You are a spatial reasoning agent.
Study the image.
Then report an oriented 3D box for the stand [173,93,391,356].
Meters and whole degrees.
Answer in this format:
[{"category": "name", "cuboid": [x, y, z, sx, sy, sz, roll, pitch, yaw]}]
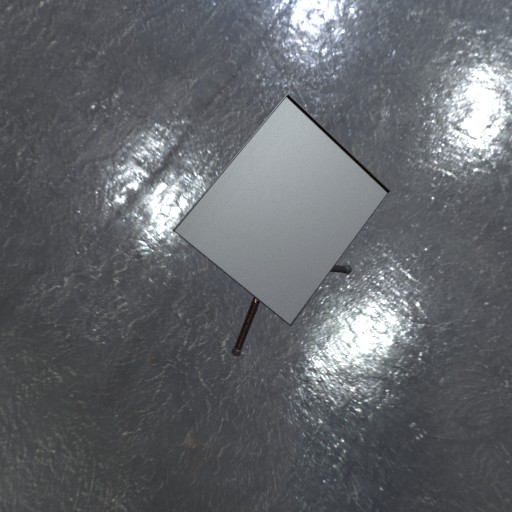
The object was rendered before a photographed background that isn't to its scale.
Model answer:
[{"category": "stand", "cuboid": [0.000, 0.000, 1.649, 0.702, 1.198, 0.702, 37, 80, 8]}]
